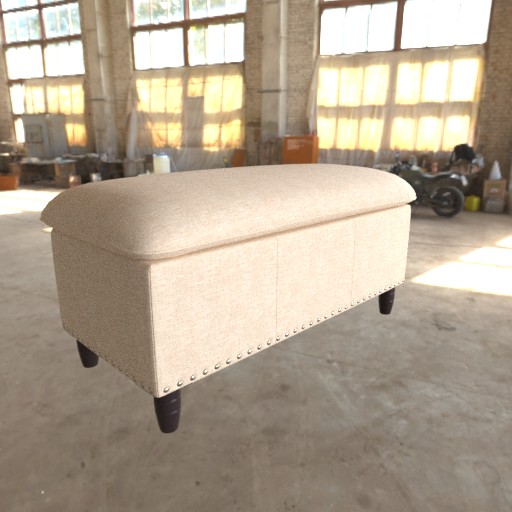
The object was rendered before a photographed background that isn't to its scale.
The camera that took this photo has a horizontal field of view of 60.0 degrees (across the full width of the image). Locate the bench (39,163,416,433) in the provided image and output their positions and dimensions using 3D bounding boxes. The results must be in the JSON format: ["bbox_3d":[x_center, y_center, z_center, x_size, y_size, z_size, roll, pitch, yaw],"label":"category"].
[{"bbox_3d":[0.000,0.000,1.234,0.991,0.483,0.483,-15,21,-43],"label":"bench"}]
